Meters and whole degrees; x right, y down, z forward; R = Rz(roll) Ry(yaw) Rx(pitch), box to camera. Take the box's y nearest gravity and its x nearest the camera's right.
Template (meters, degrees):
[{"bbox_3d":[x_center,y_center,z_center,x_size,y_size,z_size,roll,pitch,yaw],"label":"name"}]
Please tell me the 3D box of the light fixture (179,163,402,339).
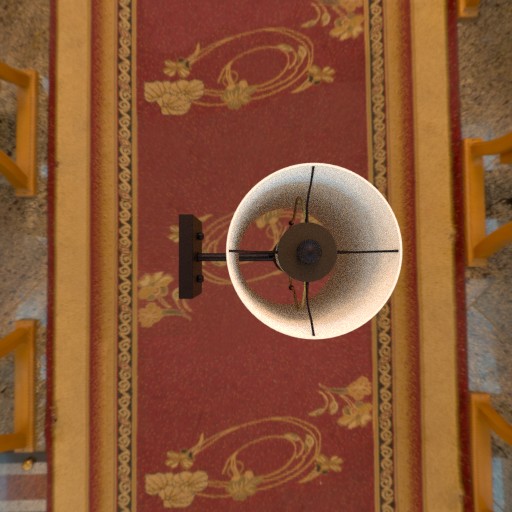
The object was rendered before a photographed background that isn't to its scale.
[{"bbox_3d":[0.000,0.000,0.552,0.208,0.462,0.128,0,89,-1],"label":"light fixture"}]
